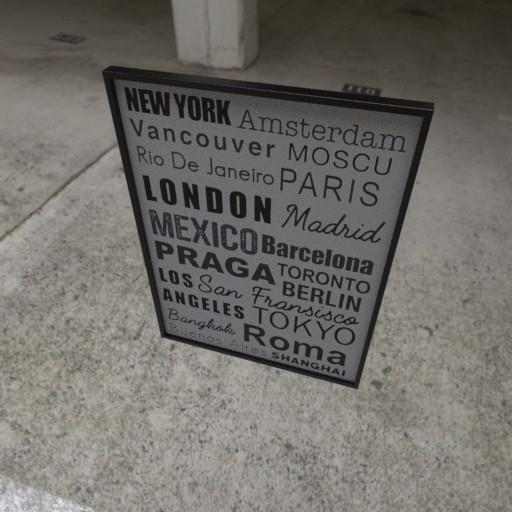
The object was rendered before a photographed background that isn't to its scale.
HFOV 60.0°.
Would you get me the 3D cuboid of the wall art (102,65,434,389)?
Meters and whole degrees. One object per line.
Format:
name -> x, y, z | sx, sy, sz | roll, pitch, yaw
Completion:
wall art -> 0.000, 0.000, 1.368 | 0.788, 1.046, 0.043 | 12, 43, 13
